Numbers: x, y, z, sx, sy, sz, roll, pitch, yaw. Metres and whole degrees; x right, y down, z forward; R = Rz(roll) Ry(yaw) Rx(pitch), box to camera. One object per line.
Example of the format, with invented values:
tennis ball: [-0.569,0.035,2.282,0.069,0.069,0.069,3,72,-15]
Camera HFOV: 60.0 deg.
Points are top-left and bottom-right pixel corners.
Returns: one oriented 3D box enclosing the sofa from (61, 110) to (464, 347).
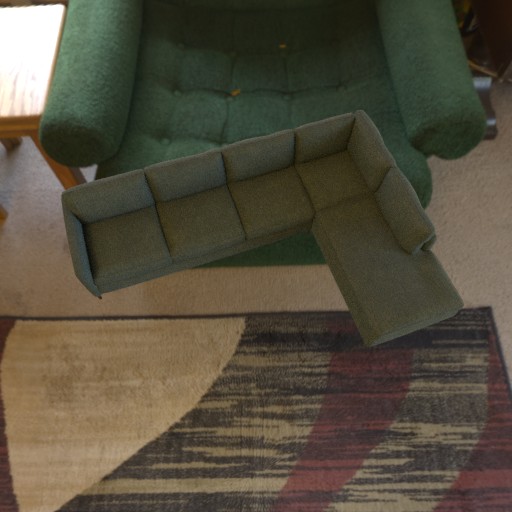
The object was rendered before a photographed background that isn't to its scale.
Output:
sofa: [0.000,0.000,3.806,2.949,0.815,2.007,-17,65,-8]
